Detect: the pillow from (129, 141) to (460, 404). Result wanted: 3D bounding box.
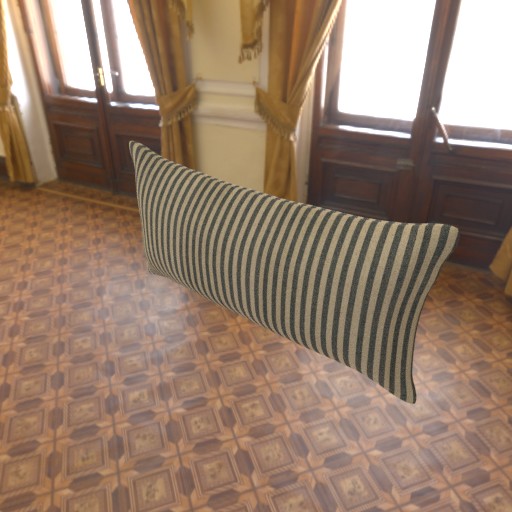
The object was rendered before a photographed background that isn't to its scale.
[{"bbox_3d":[0.000,0.000,0.760,0.617,0.295,0.151,21,36,33],"label":"pillow"}]
